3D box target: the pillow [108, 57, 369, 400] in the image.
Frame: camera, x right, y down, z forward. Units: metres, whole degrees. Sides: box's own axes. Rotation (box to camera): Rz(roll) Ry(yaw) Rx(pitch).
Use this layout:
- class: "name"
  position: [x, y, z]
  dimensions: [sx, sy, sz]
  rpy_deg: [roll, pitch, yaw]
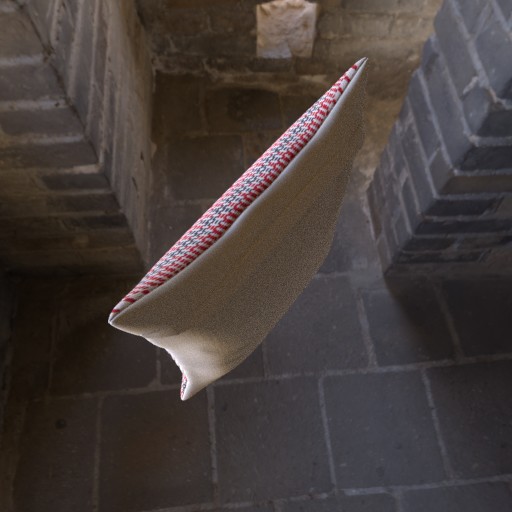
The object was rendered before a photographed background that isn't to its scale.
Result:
- class: "pillow"
  position: [0.000, 0.000, 0.701]
  dimensions: [0.160, 0.454, 0.463]
  rpy_deg: [35, 68, 16]
